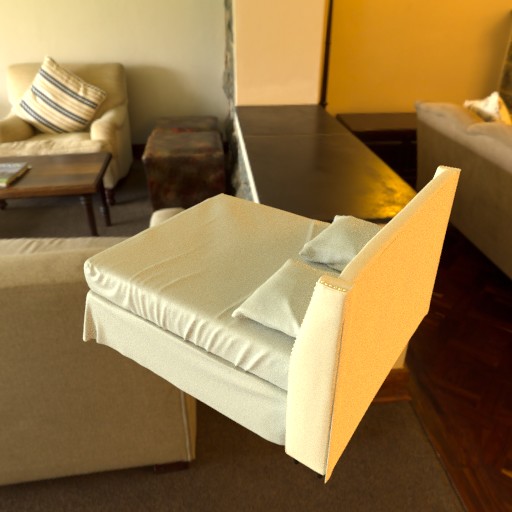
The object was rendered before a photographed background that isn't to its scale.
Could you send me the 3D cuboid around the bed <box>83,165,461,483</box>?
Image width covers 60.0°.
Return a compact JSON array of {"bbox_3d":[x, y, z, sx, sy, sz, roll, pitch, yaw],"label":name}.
[{"bbox_3d":[0.000,0.000,3.365,2.276,1.332,1.925,19,35,30],"label":"bed"}]
